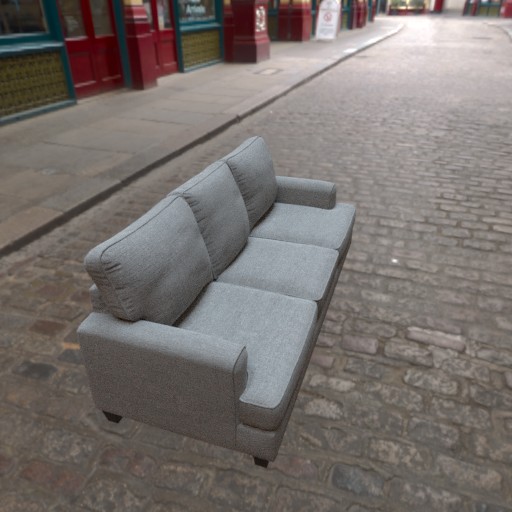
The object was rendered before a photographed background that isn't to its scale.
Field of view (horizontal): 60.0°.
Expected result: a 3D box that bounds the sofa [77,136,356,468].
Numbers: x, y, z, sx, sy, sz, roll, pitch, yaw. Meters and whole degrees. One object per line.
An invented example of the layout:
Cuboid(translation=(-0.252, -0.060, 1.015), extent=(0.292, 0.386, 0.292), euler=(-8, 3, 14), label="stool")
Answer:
Cuboid(translation=(0.000, 0.000, 2.706), extent=(0.951, 0.965, 2.158), euler=(10, 31, 17), label="sofa")
